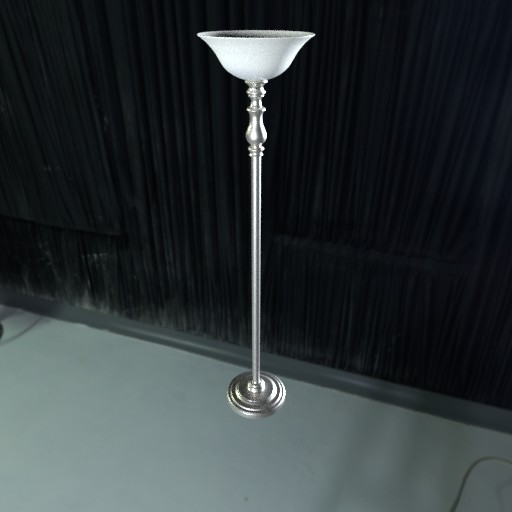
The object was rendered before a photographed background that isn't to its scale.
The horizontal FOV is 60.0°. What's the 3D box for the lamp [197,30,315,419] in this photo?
[{"bbox_3d":[0.000,0.000,1.972,0.405,1.771,0.405,8,31,13],"label":"lamp"}]
